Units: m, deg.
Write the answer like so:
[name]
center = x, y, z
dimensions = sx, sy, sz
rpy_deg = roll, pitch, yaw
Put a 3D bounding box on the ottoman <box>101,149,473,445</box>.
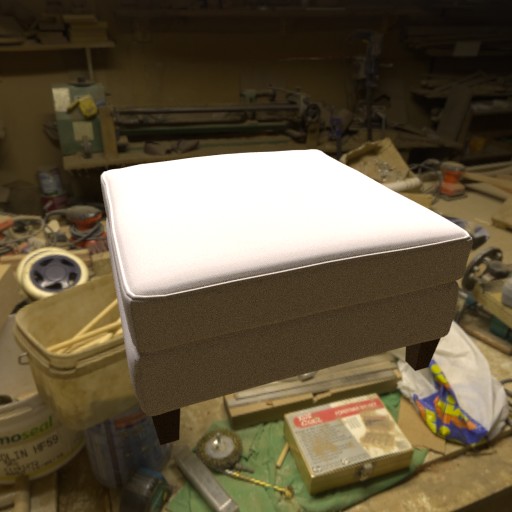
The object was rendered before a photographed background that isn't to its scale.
[ottoman]
center = 0.000, 0.000, 1.355
dimensions = 0.838, 0.479, 0.838
rpy_deg = -10, 30, -18
